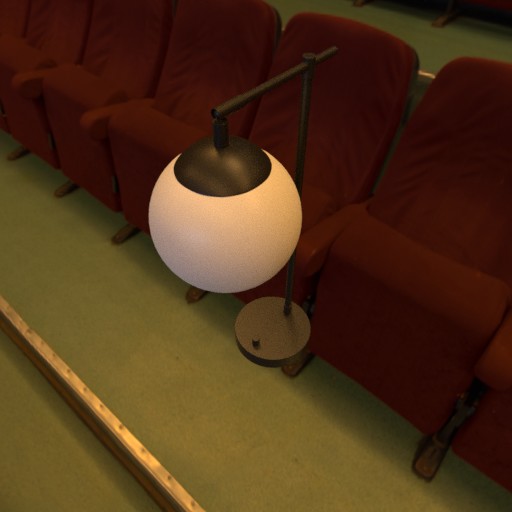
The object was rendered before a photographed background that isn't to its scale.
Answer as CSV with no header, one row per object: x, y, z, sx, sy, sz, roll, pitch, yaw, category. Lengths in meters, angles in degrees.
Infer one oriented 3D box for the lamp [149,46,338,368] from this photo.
0.000,0.000,0.697,0.197,0.559,0.316,32,54,27,lamp
